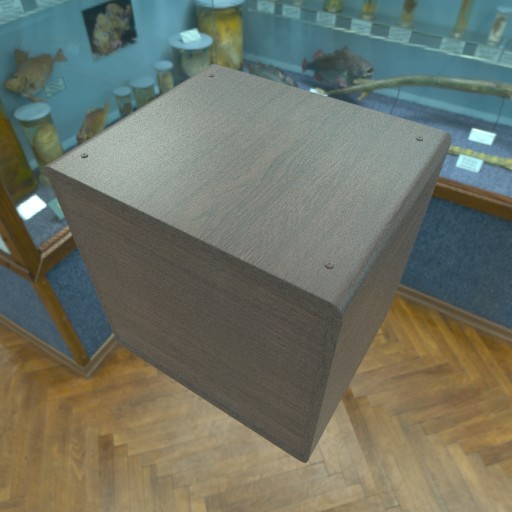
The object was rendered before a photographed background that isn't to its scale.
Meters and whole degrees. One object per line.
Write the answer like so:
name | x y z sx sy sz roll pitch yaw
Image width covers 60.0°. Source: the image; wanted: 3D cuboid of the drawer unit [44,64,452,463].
drawer unit | 0.000 0.000 0.602 0.344 0.344 0.290 25 52 22
